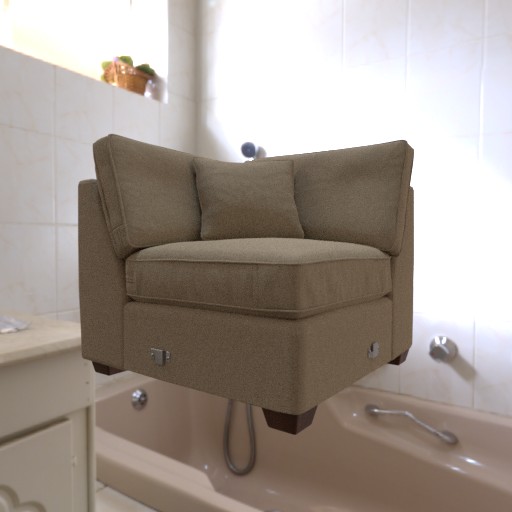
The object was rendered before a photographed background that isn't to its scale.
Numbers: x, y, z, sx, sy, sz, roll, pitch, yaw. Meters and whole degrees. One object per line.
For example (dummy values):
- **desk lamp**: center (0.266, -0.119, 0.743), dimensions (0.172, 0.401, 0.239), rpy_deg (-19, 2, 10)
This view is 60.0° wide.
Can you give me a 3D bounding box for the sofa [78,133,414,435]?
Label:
- **sofa**: center (0.000, 0.000, 1.969), dimensions (1.146, 1.002, 1.084), rpy_deg (1, 2, 36)
